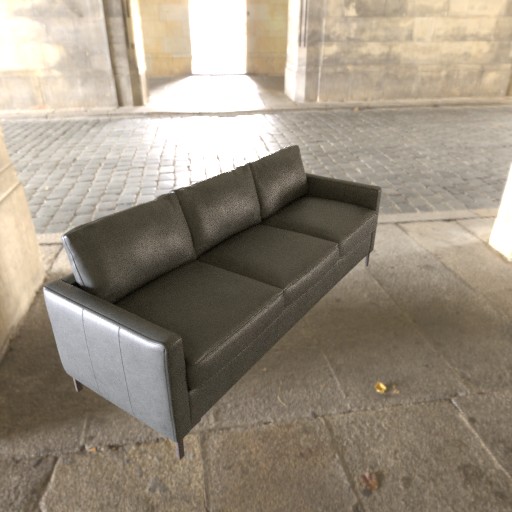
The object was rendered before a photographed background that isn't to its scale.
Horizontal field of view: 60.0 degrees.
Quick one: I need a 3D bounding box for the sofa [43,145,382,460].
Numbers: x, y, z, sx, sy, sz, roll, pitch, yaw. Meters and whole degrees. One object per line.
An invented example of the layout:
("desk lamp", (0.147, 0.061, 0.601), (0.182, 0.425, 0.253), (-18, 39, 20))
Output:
("sofa", (0.000, 0.000, 2.415), (0.748, 0.805, 2.029), (17, 32, 30))
